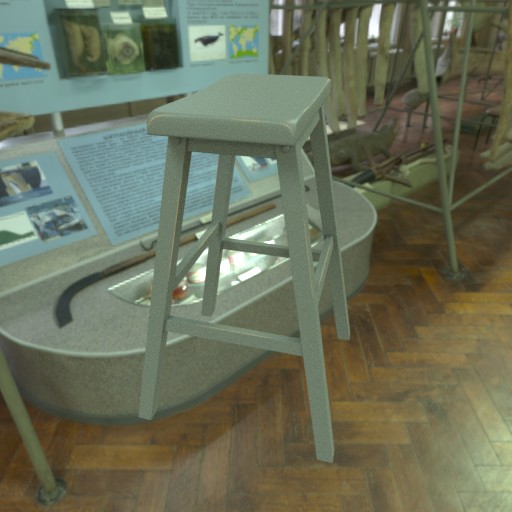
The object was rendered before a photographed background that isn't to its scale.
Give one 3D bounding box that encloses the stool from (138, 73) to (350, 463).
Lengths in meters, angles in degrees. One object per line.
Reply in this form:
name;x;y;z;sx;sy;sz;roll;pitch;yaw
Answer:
stool;0.000;0.000;1.043;0.476;0.737;0.457;8;31;13
